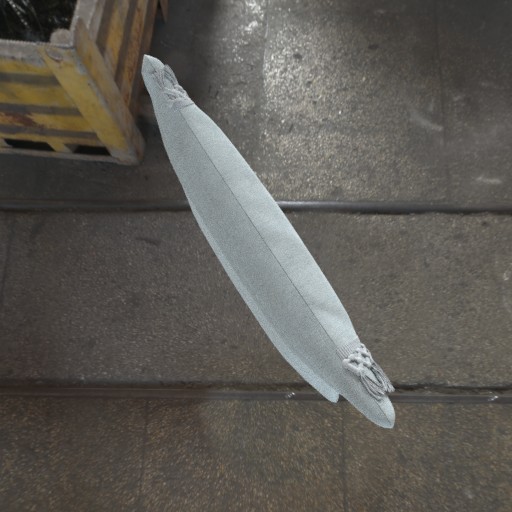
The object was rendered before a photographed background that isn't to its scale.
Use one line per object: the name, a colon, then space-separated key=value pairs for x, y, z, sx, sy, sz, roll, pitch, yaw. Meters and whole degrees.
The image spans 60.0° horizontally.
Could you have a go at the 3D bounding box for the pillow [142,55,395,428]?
pillow: x=0.000 y=0.000 z=0.589 sx=0.084 sy=0.305 sz=0.466 roll=-32 pitch=78 yaw=-8
